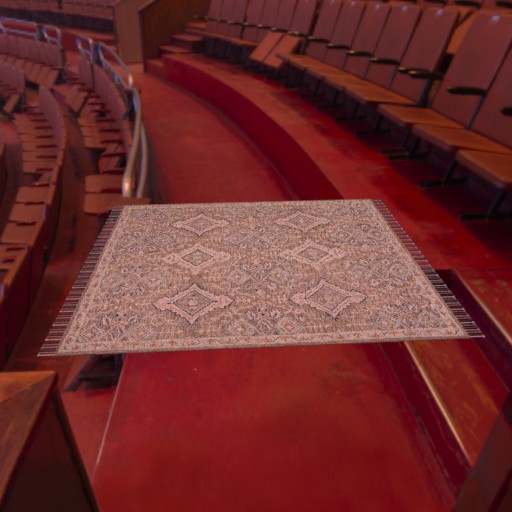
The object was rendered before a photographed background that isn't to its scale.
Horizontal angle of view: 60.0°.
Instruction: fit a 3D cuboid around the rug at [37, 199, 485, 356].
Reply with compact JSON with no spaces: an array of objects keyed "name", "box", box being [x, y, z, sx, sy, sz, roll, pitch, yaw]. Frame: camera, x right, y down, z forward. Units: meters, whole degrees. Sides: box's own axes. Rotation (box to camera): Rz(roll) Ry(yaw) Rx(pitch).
[{"name":"rug","box":[0.000,0.000,4.055,3.056,0.010,2.437,-2,31,-3]}]
